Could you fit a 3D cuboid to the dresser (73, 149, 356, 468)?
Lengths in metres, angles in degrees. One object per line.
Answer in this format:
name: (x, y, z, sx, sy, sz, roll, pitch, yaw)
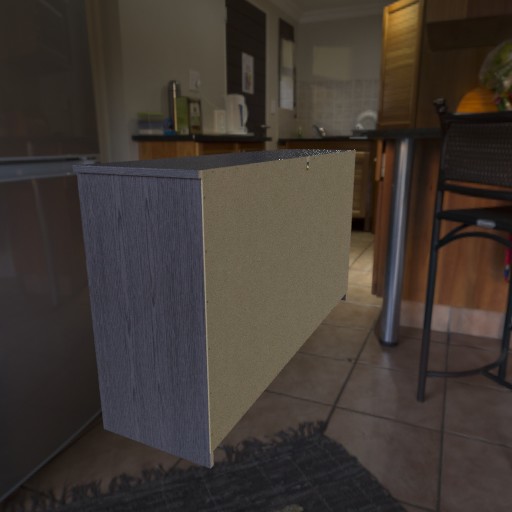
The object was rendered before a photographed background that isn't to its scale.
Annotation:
dresser: (0.000, 0.000, 1.701, 0.401, 0.755, 1.360, 7, 17, 25)
